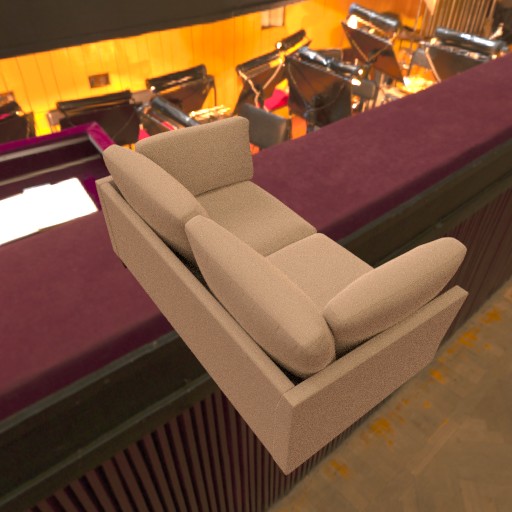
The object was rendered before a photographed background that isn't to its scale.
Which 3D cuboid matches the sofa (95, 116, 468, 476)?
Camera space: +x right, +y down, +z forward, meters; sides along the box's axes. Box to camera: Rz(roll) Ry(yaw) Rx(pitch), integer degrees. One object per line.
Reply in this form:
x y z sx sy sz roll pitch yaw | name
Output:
0.000 0.000 2.294 0.970 0.836 1.776 -26 47 -27 | sofa
